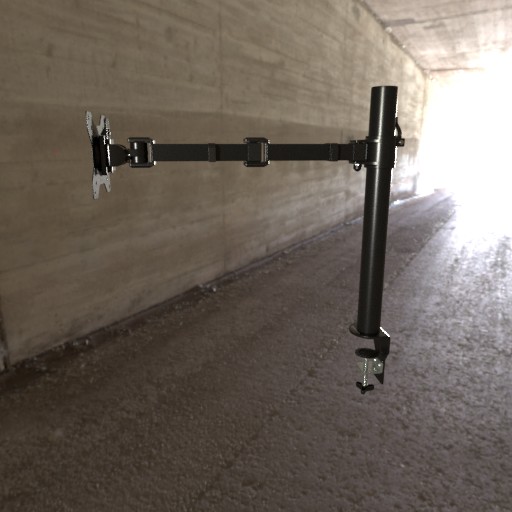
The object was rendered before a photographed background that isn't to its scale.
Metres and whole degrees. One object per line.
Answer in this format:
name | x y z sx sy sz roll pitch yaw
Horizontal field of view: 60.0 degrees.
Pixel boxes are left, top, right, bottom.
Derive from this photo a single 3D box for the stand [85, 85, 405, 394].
stand | 0.000 0.000 0.704 0.456 0.510 0.115 -2 14 -7
